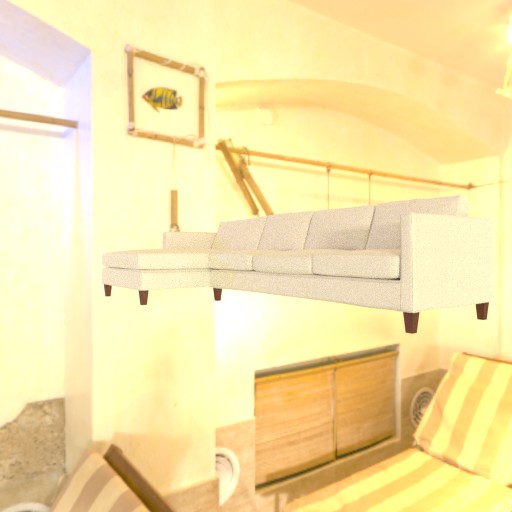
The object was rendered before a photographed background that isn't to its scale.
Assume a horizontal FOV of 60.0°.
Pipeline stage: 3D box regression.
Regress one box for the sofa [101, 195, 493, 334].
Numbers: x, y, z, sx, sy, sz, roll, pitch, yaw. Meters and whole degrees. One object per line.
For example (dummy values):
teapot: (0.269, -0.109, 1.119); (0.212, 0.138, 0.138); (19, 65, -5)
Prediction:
sofa: (0.000, 0.000, 3.770); (1.625, 0.846, 3.186); (0, 1, -37)
